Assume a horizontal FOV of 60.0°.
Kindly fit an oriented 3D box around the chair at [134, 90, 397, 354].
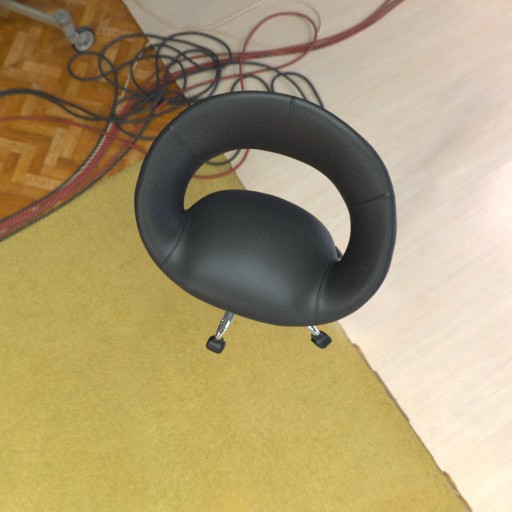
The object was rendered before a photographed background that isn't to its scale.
[{"bbox_3d":[0.000,0.000,1.171,0.612,0.791,0.538,19,76,5],"label":"chair"}]
